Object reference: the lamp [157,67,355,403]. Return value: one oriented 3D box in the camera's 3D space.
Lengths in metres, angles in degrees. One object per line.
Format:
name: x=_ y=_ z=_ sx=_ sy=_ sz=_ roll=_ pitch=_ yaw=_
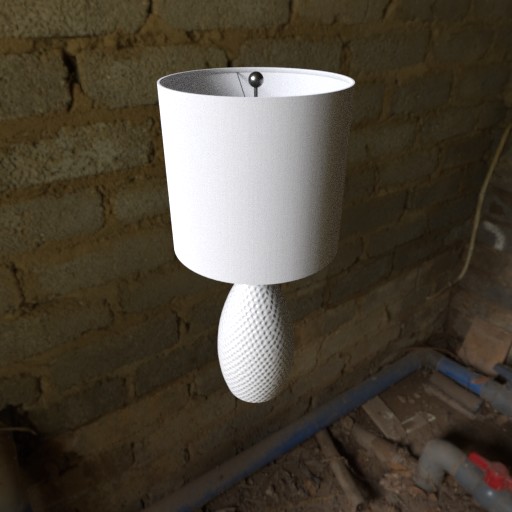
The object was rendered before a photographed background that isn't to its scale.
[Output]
lamp: x=0.000 y=0.000 z=0.601 sx=0.214 sy=0.466 sz=0.214 roll=8 pitch=31 yaw=14
